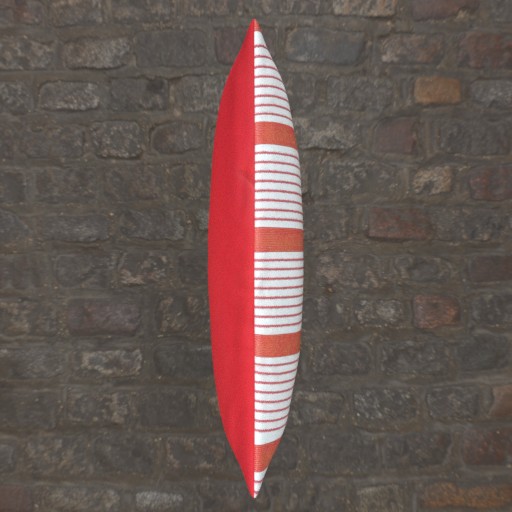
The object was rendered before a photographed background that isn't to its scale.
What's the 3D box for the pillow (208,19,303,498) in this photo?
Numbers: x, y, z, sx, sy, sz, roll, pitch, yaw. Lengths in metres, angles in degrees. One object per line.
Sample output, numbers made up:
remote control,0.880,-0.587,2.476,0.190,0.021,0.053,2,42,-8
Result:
pillow,0.000,0.000,0.704,0.151,0.297,0.608,0,89,-1
